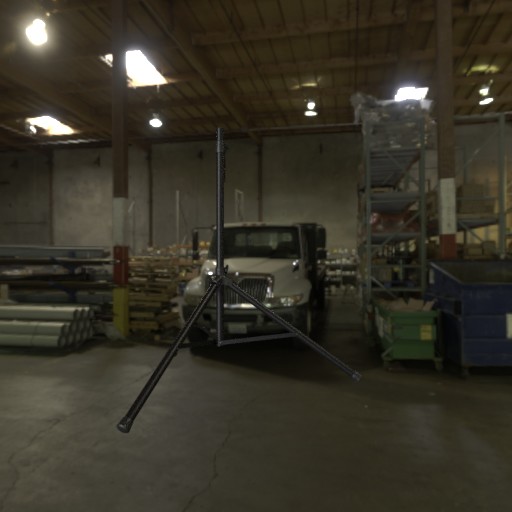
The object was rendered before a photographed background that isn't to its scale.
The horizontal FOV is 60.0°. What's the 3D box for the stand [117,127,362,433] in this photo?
[{"bbox_3d":[0.000,0.000,2.770,1.339,1.595,1.596,0,0,-1],"label":"stand"}]
